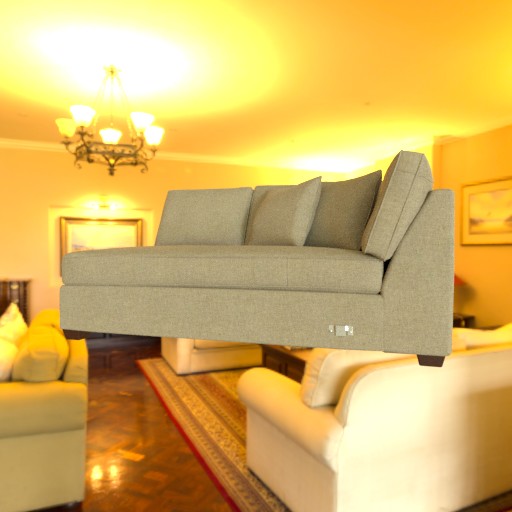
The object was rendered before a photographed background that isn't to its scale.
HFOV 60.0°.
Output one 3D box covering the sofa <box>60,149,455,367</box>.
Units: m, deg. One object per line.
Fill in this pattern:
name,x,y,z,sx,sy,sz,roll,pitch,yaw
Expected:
sofa,0.000,0.000,2.835,2.238,1.019,1.110,0,1,19
